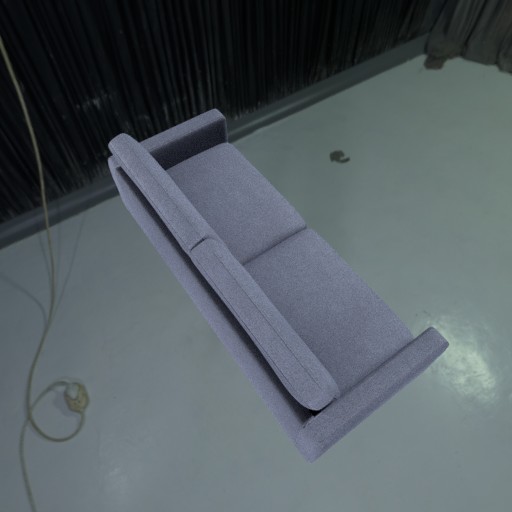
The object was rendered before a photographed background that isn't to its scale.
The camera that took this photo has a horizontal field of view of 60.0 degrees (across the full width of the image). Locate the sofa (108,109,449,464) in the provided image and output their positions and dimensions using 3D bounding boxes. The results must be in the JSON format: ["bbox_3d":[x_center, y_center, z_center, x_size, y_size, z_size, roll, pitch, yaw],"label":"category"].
[{"bbox_3d":[0.000,0.000,2.395,0.774,0.828,1.925,-31,63,-18],"label":"sofa"}]
